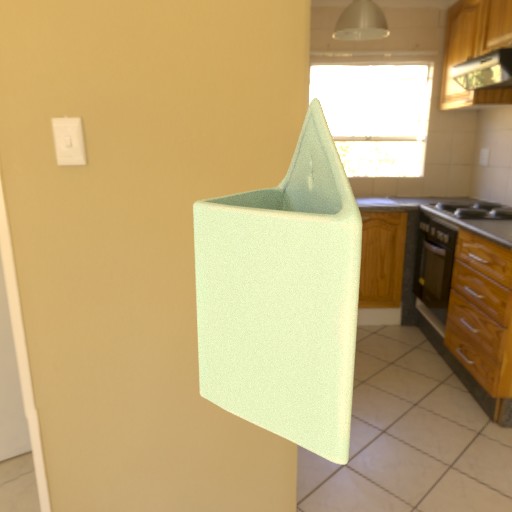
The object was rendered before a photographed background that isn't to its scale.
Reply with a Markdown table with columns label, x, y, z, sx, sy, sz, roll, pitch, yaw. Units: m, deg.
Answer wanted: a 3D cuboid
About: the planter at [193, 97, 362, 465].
| label | x | y | z | sx | sy | sz | roll | pitch | yaw |
| --- | --- | --- | --- | --- | --- | --- | --- | --- | --- |
| planter | 0.000 | 0.000 | 0.290 | 0.079 | 0.197 | 0.164 | -2 | 15 | -9 |
